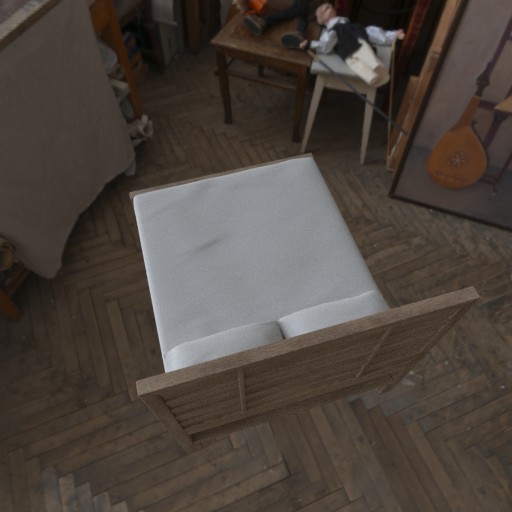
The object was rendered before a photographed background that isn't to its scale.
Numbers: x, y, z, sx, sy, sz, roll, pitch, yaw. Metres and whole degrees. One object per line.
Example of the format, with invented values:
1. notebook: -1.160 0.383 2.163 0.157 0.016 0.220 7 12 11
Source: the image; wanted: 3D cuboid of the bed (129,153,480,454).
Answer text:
1. bed: 0.000 0.000 3.163 1.615 1.631 2.017 -14 59 -9
